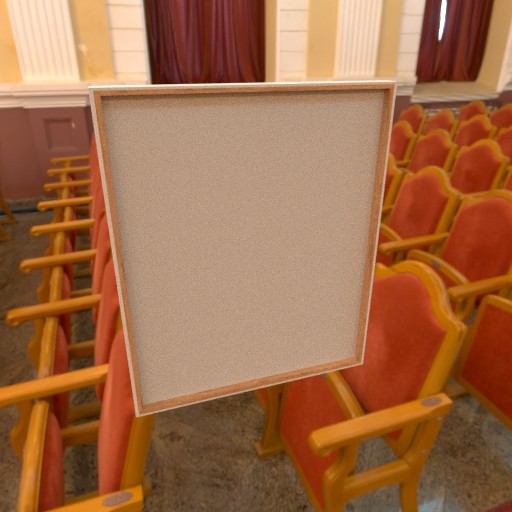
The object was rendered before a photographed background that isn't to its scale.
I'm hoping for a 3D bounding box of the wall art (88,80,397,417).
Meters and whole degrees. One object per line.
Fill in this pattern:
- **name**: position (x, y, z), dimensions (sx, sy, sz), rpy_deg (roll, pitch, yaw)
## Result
- **wall art**: position (0.000, 0.000, 0.834), dimensions (0.508, 0.606, 0.037), rpy_deg (-8, 26, -17)
